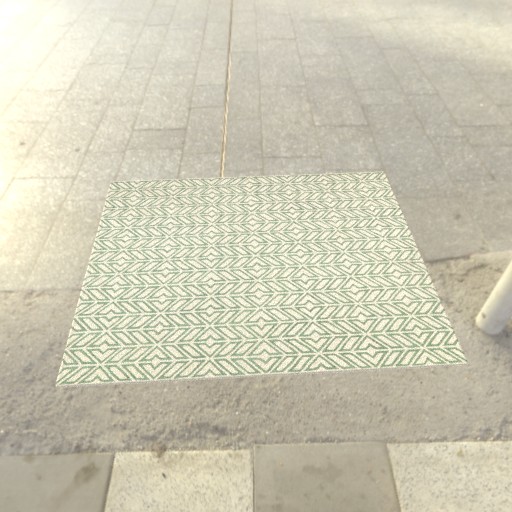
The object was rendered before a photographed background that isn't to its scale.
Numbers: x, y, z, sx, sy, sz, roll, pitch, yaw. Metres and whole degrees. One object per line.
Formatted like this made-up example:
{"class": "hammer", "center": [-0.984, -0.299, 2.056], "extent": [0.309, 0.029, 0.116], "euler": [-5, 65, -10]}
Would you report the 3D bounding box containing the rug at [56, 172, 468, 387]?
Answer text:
{"class": "rug", "center": [0.000, 0.000, 4.098], "extent": [3.050, 0.017, 2.441], "euler": [-2, 46, -2]}
